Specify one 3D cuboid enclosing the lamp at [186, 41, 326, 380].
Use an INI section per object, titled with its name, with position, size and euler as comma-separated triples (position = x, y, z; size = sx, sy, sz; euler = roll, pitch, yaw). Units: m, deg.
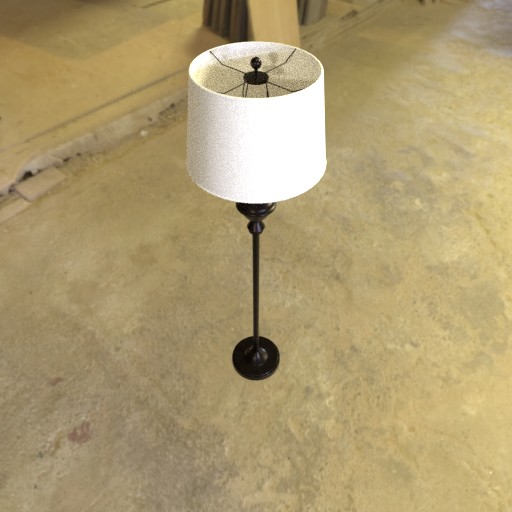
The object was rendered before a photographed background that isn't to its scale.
[lamp]
position = 0.000, 0.000, 1.681
size = 0.431, 1.484, 0.431
euler = 0, 46, 0
